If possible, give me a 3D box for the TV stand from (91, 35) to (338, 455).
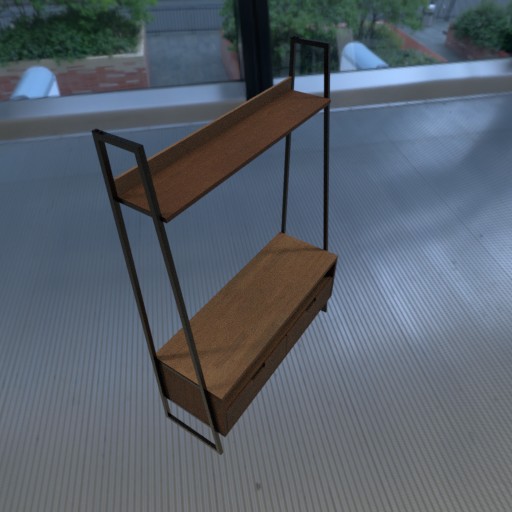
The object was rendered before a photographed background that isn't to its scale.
[{"bbox_3d":[0.000,0.000,2.281,0.432,1.772,1.250,24,47,25],"label":"TV stand"}]
